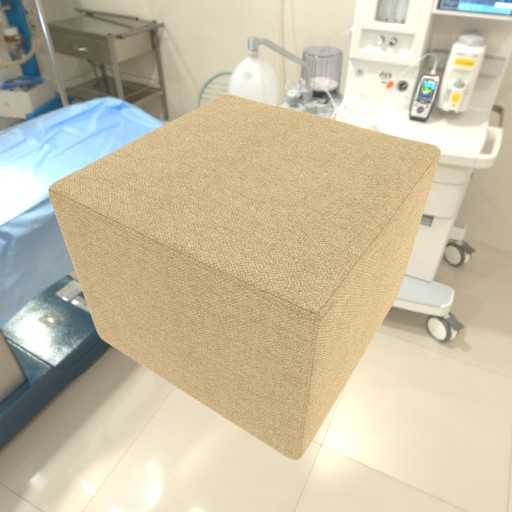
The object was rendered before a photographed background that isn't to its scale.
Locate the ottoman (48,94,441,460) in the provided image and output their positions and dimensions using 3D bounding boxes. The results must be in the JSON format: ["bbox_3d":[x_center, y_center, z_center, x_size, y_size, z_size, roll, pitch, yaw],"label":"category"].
[{"bbox_3d":[0.000,0.000,0.887,0.508,0.432,0.508,23,45,25],"label":"ottoman"}]
